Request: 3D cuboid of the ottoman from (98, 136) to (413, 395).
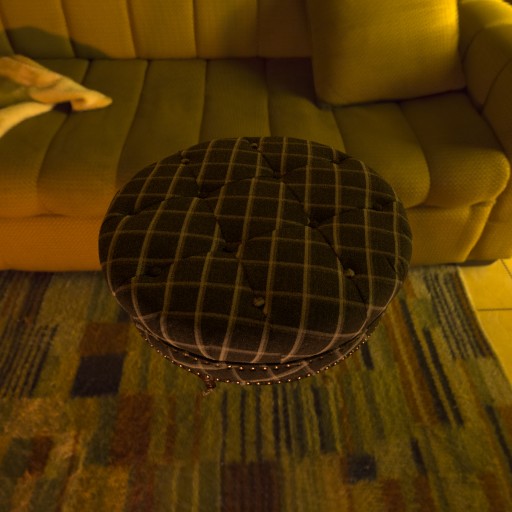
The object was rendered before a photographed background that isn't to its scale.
[{"bbox_3d":[0.000,0.000,1.409,0.901,0.439,0.901,0,46,0],"label":"ottoman"}]
